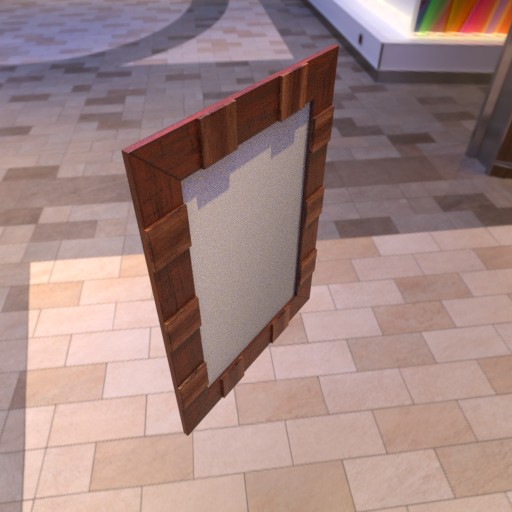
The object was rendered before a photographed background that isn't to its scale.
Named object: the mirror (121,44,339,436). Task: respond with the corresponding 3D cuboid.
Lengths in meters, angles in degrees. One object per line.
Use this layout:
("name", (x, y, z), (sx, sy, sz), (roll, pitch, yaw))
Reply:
("mirror", (0.000, 0.000, 1.055), (0.021, 0.805, 0.600), (26, 48, 26))
